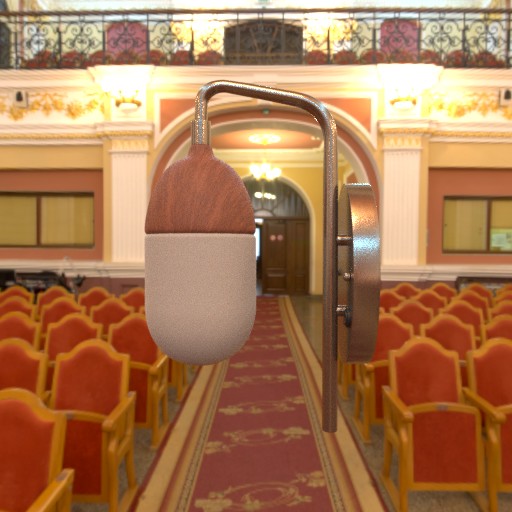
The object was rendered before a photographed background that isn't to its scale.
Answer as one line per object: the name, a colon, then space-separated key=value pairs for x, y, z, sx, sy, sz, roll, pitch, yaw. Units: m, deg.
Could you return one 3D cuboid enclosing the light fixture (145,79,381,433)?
light fixture: x=0.000 y=0.000 z=0.435 sx=0.216 sy=0.343 sz=0.108 roll=0 pitch=1 yaw=1
